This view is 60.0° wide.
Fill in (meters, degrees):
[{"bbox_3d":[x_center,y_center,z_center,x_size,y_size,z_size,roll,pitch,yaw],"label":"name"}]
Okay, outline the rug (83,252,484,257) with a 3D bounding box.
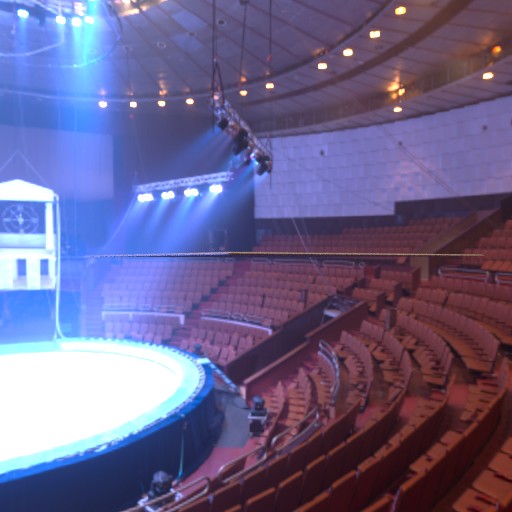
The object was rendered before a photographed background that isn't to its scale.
[{"bbox_3d":[0.000,0.000,4.081,2.363,0.012,2.980,0,-1,-34],"label":"rug"}]
